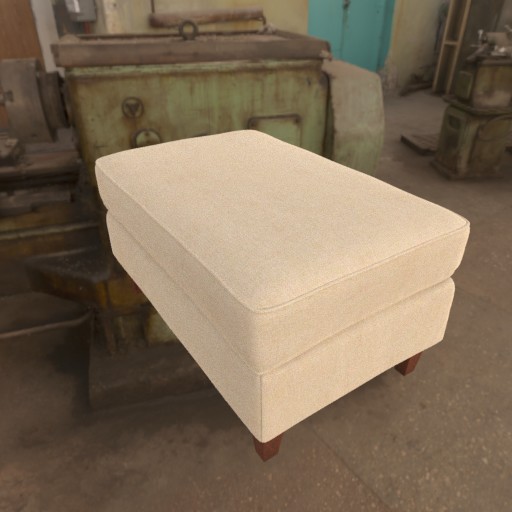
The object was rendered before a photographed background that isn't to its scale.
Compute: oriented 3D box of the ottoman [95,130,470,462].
[{"bbox_3d":[0.000,0.000,1.208,0.583,0.484,0.862,-19,36,-29],"label":"ottoman"}]
